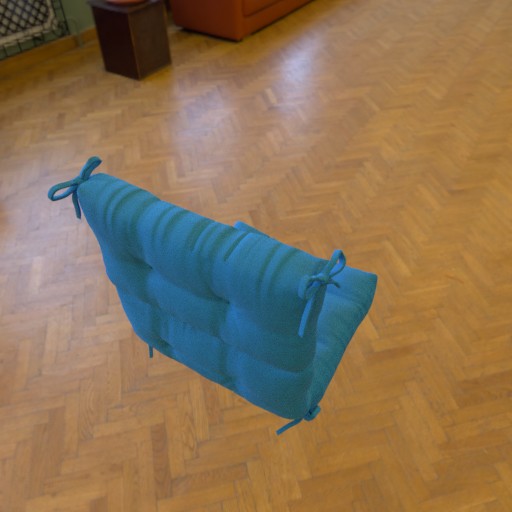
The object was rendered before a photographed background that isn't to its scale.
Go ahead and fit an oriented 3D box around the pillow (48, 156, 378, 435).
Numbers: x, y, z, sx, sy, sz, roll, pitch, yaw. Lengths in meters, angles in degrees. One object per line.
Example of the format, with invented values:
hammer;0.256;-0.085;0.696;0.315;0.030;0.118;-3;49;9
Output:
pillow;0.000;0.000;1.013;0.519;0.605;0.571;22;49;21
